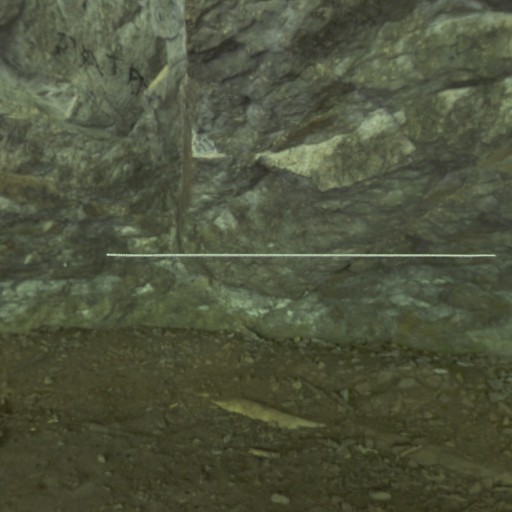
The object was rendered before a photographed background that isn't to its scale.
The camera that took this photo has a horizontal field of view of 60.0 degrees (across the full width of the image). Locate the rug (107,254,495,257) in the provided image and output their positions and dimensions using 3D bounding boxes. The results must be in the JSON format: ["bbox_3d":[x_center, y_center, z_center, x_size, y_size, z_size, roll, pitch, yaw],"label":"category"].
[{"bbox_3d":[0.000,0.000,4.070,2.451,0.026,3.069,0,0,-16],"label":"rug"}]
